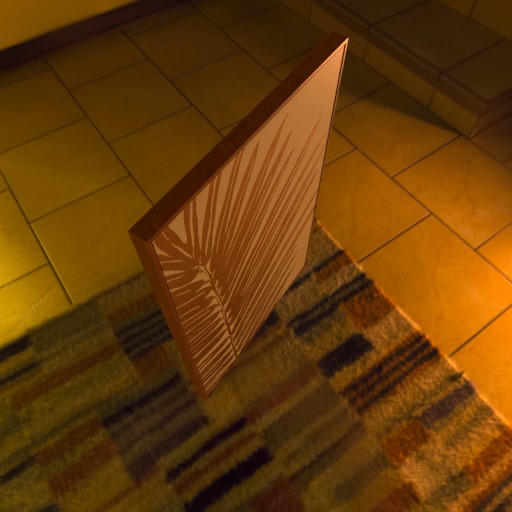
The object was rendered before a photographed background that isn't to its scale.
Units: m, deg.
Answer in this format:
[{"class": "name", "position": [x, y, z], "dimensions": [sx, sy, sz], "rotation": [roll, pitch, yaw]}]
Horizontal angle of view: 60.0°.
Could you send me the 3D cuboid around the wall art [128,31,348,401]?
[{"class": "wall art", "position": [0.000, 0.000, 1.163], "dimensions": [0.037, 0.914, 0.610], "rotation": [30, 63, 17]}]
